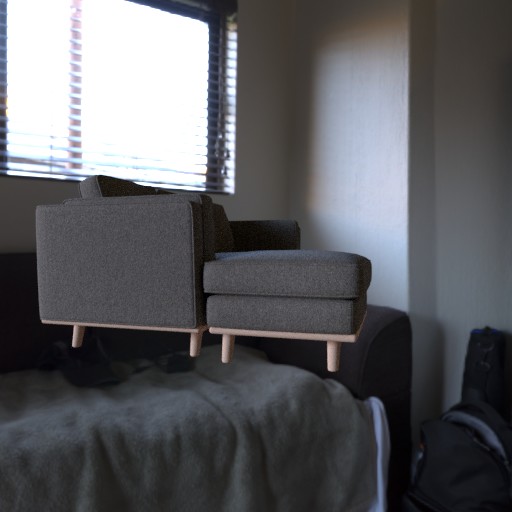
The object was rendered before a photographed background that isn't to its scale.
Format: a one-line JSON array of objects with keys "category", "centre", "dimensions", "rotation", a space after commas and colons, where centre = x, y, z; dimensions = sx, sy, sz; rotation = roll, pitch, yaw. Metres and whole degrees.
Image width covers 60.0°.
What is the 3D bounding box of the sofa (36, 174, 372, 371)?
[{"category": "sofa", "centre": [0.000, 0.000, 3.088], "dimensions": [1.604, 0.929, 2.411], "rotation": [0, 1, 17]}]
